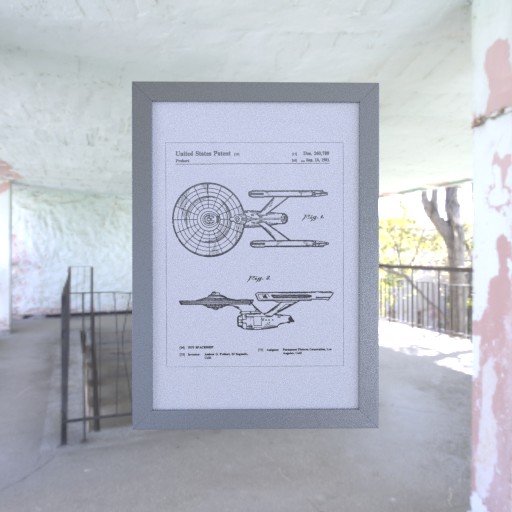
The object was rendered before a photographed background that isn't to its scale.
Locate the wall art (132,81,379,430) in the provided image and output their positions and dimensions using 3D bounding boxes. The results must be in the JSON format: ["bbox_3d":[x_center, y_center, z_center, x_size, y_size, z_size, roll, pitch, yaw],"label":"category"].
[{"bbox_3d":[0.000,0.000,0.682,0.376,0.529,0.013,0,0,-1],"label":"wall art"}]
